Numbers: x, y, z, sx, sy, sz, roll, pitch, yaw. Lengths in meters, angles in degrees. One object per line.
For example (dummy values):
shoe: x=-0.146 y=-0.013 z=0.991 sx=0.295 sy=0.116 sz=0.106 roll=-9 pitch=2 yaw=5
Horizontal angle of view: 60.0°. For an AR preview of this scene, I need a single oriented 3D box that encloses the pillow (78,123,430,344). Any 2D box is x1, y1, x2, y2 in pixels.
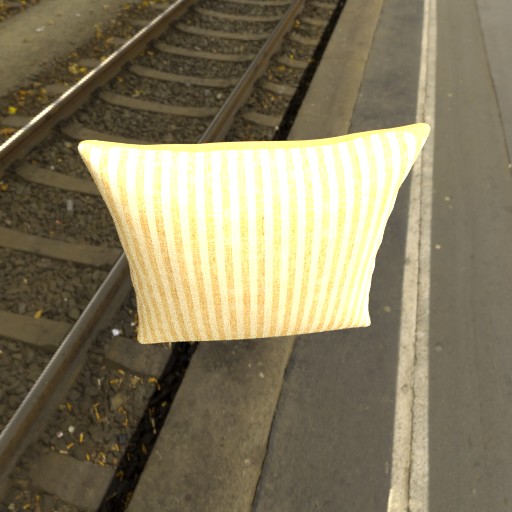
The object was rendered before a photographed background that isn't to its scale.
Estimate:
pillow: x=0.000 y=0.000 z=0.657 sx=0.419 sy=0.407 sz=0.173 roll=-4 pitch=47 yaw=-4
